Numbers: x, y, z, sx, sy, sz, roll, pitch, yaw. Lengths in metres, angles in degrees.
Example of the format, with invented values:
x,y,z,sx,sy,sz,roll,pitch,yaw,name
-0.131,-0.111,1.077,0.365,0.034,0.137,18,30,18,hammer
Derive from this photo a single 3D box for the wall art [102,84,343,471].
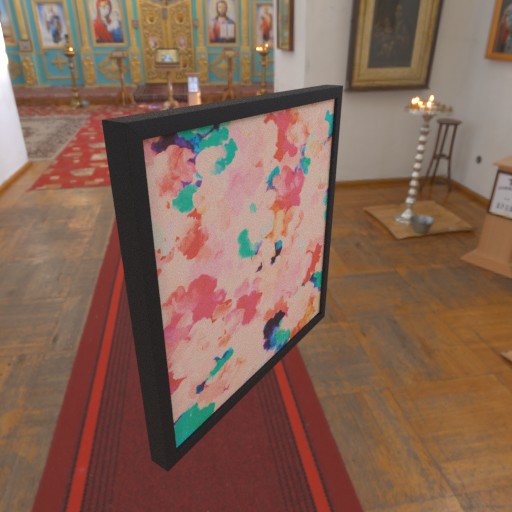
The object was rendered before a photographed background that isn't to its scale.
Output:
x,y,z,sx,sy,sz,roll,pitch,yaw,name
0.000,0.000,0.745,0.036,0.503,0.506,17,31,31,wall art
